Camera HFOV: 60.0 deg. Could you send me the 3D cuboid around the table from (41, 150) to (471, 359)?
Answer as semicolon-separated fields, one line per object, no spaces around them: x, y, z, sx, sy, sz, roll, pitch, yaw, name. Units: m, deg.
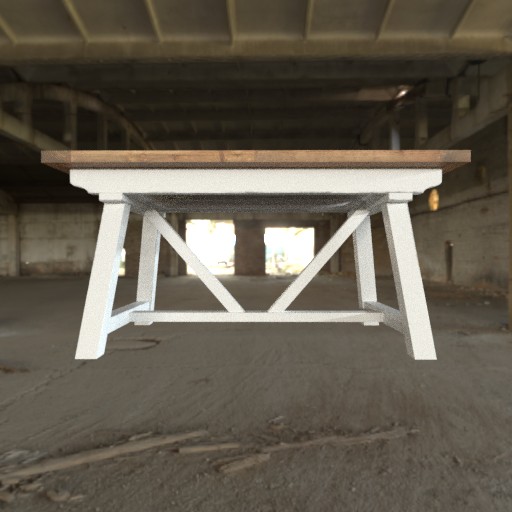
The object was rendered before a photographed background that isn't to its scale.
0.000;0.000;2.013;1.503;0.743;0.922;0;0;0;table
